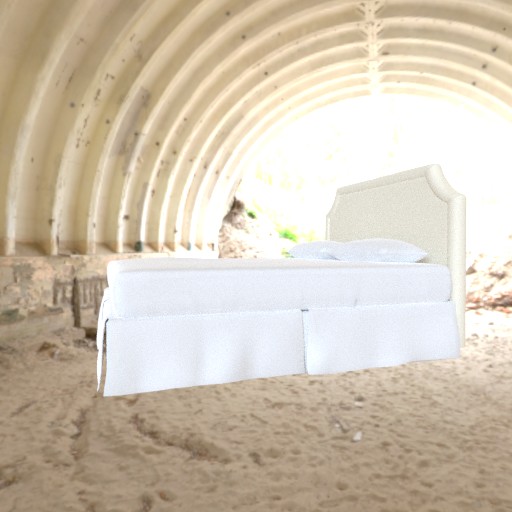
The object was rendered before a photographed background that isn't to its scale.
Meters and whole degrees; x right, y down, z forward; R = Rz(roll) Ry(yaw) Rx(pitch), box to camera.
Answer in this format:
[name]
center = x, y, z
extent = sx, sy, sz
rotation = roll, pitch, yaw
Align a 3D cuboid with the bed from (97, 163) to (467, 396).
[bed]
center = 0.000, 0.000, 4.076
extent = 2.773, 1.590, 2.350
rotation = 0, 1, -19
